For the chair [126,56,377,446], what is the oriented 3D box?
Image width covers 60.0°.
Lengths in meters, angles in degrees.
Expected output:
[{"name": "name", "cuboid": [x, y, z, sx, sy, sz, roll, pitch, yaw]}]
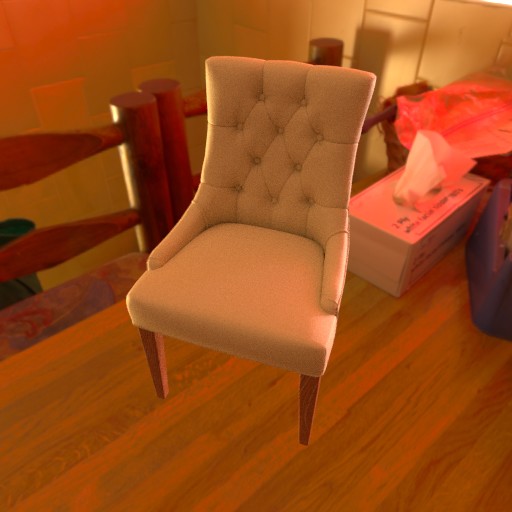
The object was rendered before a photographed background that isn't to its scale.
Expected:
[{"name": "chair", "cuboid": [0.000, 0.000, 1.201, 0.509, 0.874, 0.565, 12, 41, 15]}]
